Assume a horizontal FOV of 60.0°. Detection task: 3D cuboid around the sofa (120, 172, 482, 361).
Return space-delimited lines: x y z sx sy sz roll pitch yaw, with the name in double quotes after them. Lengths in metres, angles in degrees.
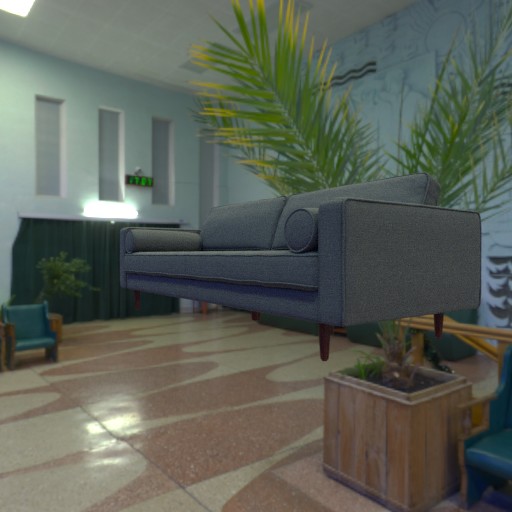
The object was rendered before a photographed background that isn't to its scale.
0.000 0.000 2.592 0.914 0.762 2.198 0 0 -36 "sofa"
